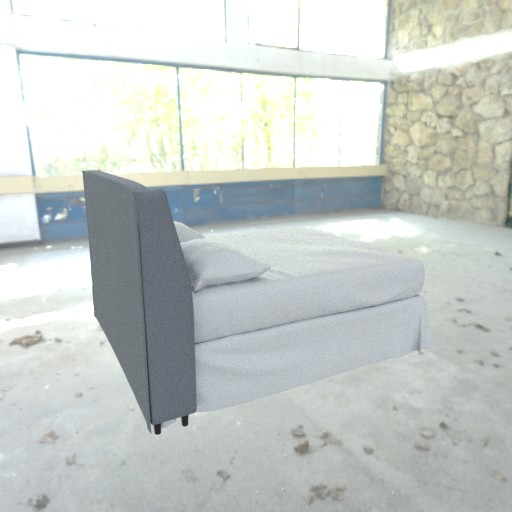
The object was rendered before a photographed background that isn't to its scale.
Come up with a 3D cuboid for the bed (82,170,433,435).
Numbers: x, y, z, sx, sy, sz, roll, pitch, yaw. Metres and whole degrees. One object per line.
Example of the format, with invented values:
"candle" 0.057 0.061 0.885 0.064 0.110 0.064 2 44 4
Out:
"bed" 0.000 0.000 3.504 2.276 1.332 1.925 -7 16 -27
